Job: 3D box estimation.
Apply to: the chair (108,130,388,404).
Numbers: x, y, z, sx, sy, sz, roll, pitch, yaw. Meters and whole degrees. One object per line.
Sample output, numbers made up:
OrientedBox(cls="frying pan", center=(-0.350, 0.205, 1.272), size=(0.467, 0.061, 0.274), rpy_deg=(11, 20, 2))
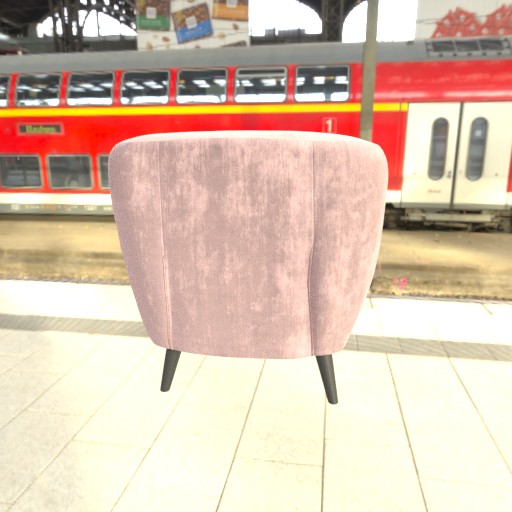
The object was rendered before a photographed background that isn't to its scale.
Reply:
OrientedBox(cls="chair", center=(0.000, 0.000, 1.555), size=(0.840, 0.820, 0.820), rpy_deg=(2, 14, 7))
